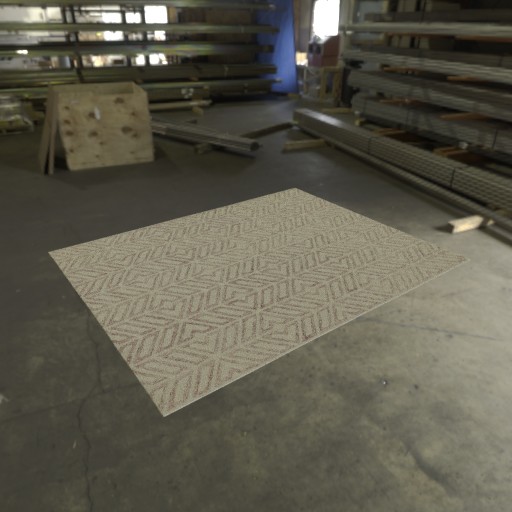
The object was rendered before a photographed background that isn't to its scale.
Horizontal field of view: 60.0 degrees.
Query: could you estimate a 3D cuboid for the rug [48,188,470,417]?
[{"bbox_3d":[0.000,0.000,4.081,3.045,0.008,2.421,-19,33,-32],"label":"rug"}]
